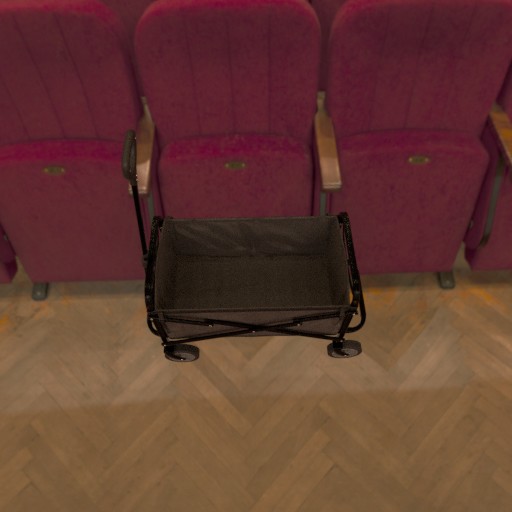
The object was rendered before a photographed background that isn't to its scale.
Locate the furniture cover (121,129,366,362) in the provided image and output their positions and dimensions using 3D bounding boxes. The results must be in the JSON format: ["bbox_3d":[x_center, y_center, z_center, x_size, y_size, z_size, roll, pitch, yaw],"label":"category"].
[{"bbox_3d":[0.000,0.000,1.833,1.038,1.295,0.532,-1,59,-1],"label":"furniture cover"}]
